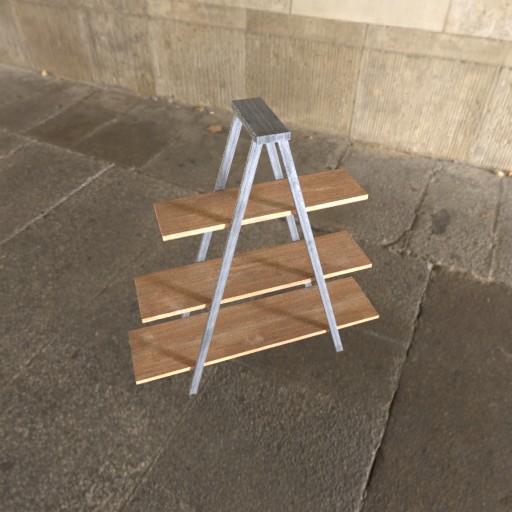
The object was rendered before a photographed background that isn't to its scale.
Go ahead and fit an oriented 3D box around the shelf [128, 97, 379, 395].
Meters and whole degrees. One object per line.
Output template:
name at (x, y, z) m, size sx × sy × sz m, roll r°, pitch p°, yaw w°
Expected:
shelf at (0.000, 0.000, 2.731) m, size 1.746 × 1.808 × 0.508 m, roll -13°, pitch 44°, yaw -14°
